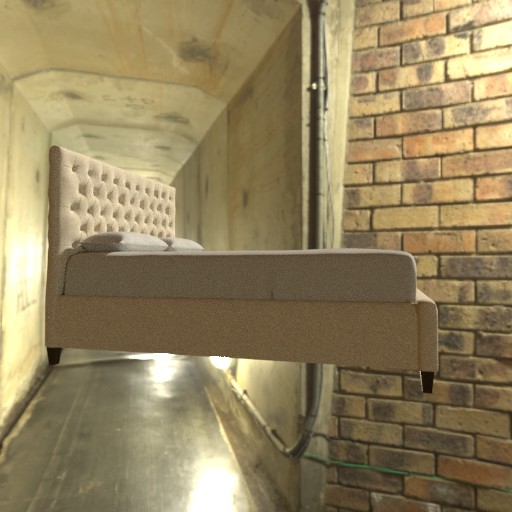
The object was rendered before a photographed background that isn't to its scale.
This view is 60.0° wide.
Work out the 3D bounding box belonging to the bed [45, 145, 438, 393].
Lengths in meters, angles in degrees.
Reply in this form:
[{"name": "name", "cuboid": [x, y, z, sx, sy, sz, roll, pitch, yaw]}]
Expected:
[{"name": "bed", "cuboid": [0.000, 0.000, 3.353, 2.387, 1.427, 1.698, 0, -1, 16]}]
